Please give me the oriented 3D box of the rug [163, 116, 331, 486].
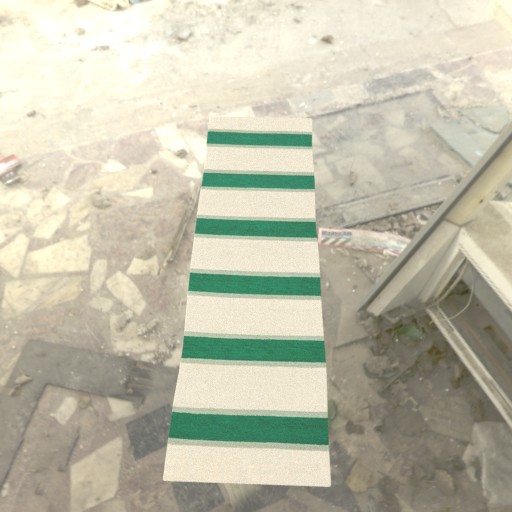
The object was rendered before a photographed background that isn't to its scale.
[{"bbox_3d":[0.000,0.000,2.657,0.768,0.012,2.438,2,58,1],"label":"rug"}]
